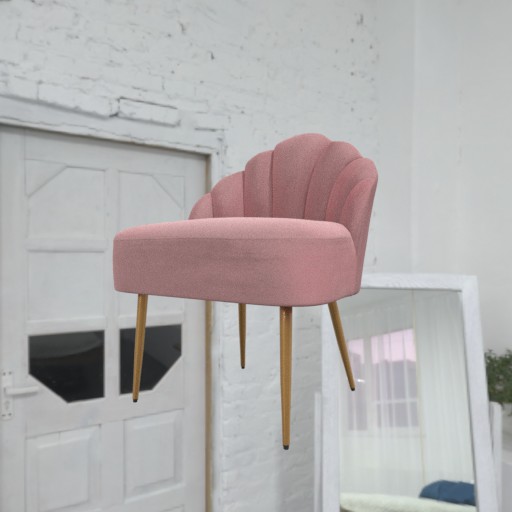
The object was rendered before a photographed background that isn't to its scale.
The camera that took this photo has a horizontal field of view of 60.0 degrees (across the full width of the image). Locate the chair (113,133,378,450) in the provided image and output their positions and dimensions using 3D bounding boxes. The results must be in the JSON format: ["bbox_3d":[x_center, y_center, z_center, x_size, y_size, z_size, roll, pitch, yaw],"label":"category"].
[{"bbox_3d":[0.000,0.000,1.283,0.657,0.819,0.599,1,1,36],"label":"chair"}]
